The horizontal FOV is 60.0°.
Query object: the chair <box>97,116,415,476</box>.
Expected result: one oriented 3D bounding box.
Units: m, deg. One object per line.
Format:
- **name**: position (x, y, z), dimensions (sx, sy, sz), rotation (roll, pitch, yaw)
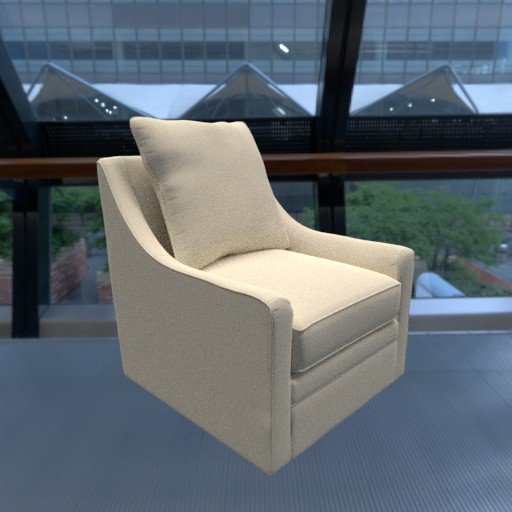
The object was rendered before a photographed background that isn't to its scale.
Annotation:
- **chair**: position (0.000, 0.000, 1.597), dimensions (0.876, 0.965, 0.756), rotation (14, 20, 43)
